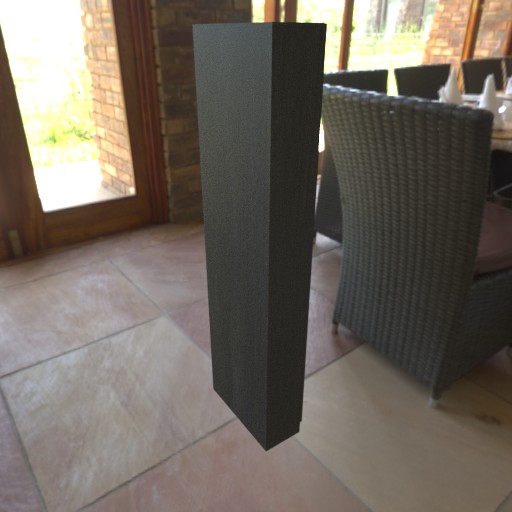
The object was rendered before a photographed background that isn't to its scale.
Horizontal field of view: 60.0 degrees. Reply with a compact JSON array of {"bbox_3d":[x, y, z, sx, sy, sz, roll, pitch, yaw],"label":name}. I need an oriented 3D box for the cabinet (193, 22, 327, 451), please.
[{"bbox_3d":[0.000,0.000,1.928,0.230,1.790,0.500,-17,31,-30],"label":"cabinet"}]
